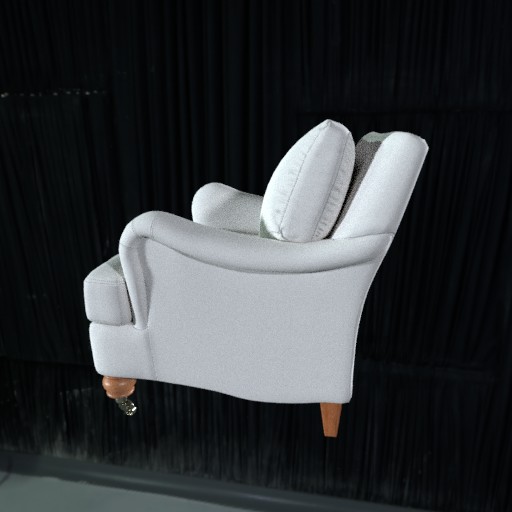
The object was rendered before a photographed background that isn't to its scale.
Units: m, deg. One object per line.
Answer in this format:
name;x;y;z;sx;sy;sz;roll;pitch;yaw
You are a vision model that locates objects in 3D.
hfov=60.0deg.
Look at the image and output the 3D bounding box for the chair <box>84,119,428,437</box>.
chair;0.000;0.000;1.797;1.070;1.038;0.955;2;16;8
